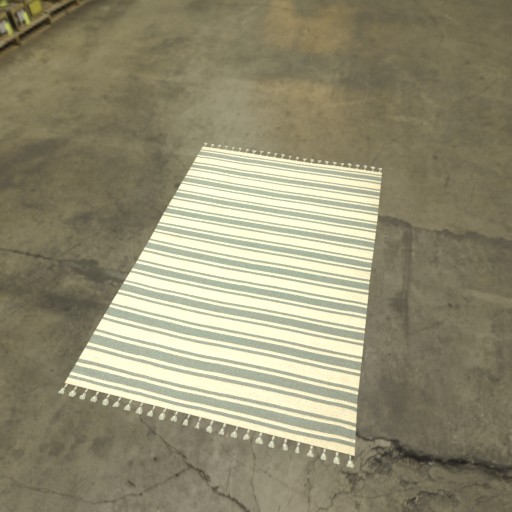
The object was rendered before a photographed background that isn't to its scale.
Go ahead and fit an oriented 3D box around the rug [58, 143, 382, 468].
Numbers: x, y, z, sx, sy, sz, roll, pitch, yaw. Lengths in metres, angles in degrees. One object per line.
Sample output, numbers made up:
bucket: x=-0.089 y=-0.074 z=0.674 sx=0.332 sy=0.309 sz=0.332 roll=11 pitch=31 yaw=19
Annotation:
rug: x=0.000 y=0.000 z=2.980 sx=1.539 sy=0.011 sz=2.410 roll=10 pitch=48 yaw=9
